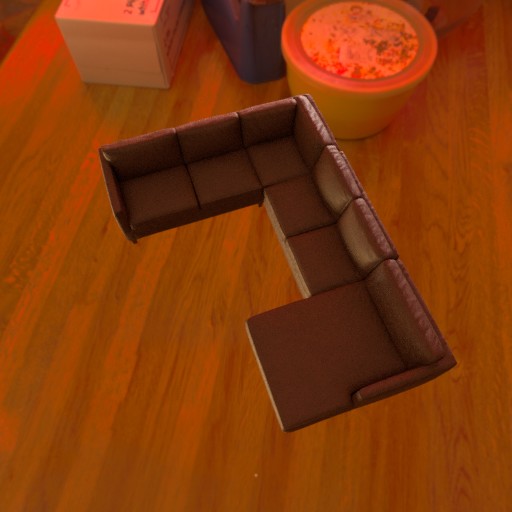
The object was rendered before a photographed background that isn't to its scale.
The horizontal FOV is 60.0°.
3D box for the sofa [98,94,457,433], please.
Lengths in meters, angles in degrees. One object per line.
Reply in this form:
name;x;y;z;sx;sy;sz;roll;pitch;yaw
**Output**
sofa;0.000;0.000;4.632;2.593;0.923;3.460;-17;65;-8
